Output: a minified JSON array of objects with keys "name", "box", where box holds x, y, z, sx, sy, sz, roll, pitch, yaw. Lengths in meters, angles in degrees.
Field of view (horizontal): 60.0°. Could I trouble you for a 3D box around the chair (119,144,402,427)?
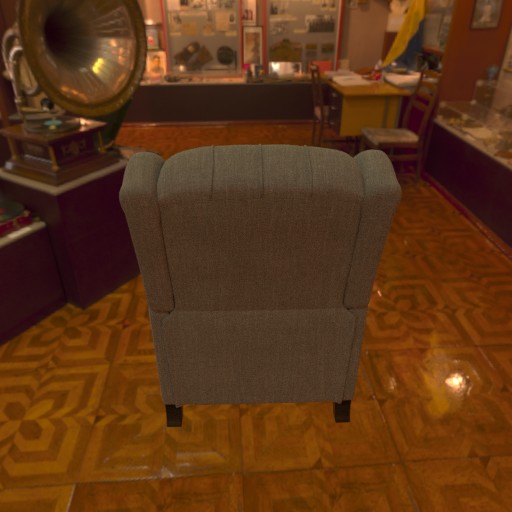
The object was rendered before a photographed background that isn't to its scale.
[{"name":"chair","box":[0.000,0.000,1.640,0.742,1.035,0.898,-1,31,-2]}]
